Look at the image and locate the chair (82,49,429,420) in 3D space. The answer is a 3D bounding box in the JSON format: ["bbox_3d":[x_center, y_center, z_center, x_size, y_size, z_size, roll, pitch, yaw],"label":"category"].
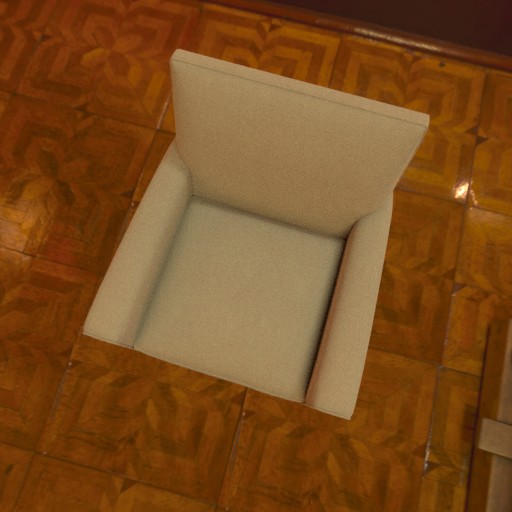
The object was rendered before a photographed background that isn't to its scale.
[{"bbox_3d":[0.000,0.000,1.564,0.840,0.846,0.871,17,75,5],"label":"chair"}]
